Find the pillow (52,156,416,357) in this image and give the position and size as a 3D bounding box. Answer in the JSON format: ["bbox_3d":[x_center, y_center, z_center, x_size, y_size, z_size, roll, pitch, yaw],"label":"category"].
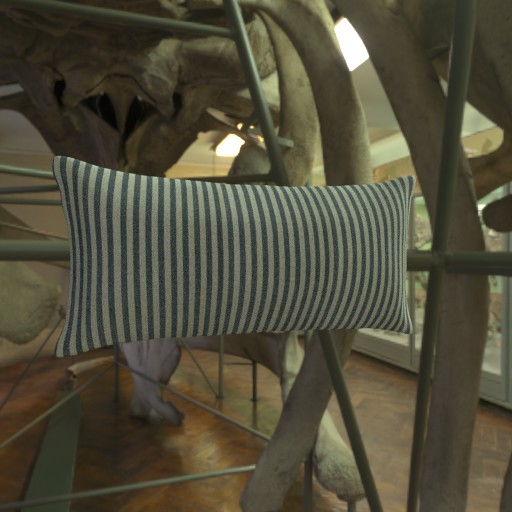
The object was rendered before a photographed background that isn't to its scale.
[{"bbox_3d":[0.000,0.000,0.733,0.617,0.295,0.151,0,0,-17],"label":"pillow"}]
